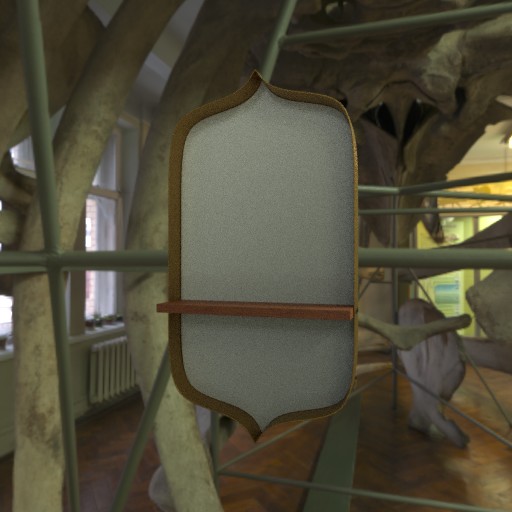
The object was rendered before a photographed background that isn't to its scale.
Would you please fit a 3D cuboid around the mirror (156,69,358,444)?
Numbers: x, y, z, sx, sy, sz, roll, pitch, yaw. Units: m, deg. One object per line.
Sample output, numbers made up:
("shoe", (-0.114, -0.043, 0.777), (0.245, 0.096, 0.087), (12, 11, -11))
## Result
("mirror", (0.000, 0.000, 0.729), (0.323, 0.613, 0.096), (0, 0, 18))
